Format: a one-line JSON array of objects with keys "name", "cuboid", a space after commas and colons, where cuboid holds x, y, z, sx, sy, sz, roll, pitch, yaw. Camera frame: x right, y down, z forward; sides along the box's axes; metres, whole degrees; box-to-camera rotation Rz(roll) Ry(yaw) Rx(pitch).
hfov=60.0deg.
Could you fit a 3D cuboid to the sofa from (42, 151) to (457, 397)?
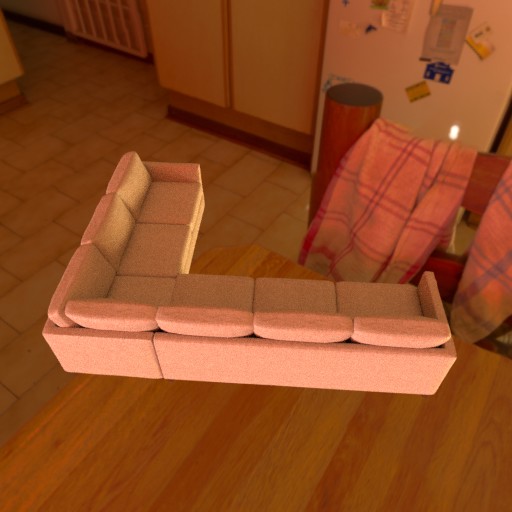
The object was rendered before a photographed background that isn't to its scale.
[{"name": "sofa", "cuboid": [0.000, 0.000, 4.513, 3.333, 0.934, 2.522, 3, 46, 3]}]
